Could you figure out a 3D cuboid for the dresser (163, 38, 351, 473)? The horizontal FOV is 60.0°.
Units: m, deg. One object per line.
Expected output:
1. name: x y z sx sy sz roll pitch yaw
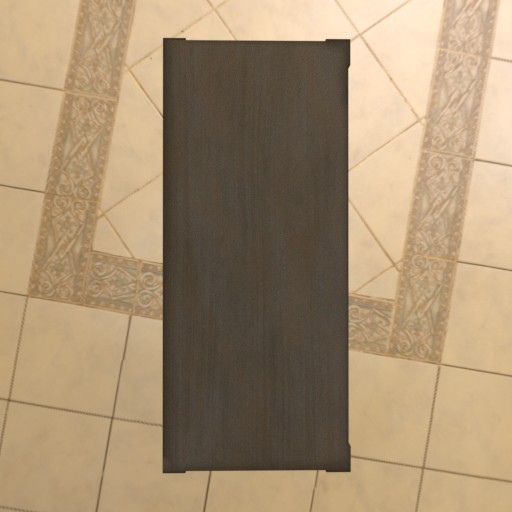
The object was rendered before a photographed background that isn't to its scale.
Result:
1. dresser: 0.000 0.000 1.562 0.463 0.986 1.049 0 90 -1
